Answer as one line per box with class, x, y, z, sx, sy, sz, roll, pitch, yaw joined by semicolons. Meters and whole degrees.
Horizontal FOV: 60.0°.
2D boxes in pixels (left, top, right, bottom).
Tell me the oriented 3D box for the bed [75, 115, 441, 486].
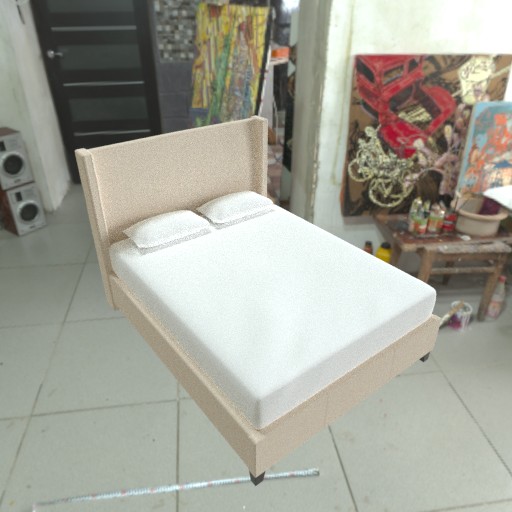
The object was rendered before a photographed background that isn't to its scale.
bed;0.000;0.000;3.478;1.778;1.471;2.293;-22;37;-31
